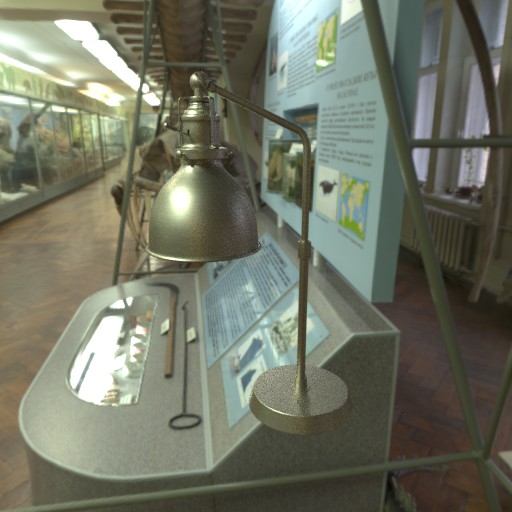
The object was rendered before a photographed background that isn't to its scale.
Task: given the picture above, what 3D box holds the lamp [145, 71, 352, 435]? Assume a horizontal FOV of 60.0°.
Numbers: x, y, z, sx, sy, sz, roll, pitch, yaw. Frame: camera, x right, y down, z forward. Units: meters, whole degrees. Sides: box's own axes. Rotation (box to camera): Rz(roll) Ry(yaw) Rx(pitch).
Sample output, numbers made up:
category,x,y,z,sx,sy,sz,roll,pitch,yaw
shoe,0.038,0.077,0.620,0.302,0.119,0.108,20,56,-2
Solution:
category,x,y,z,sx,sy,sz,roll,pitch,yaw
lamp,0.000,0.000,0.592,0.286,0.456,0.153,-2,15,-8
